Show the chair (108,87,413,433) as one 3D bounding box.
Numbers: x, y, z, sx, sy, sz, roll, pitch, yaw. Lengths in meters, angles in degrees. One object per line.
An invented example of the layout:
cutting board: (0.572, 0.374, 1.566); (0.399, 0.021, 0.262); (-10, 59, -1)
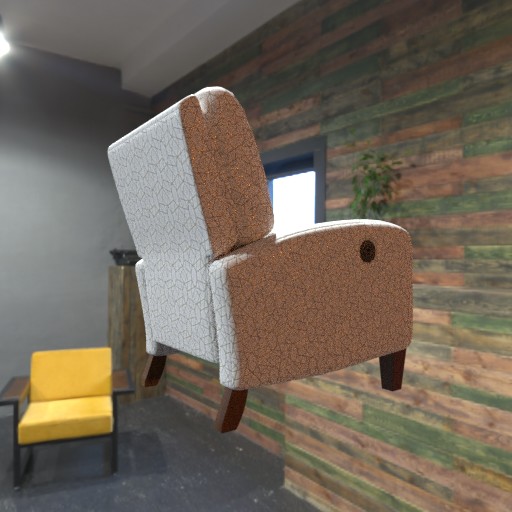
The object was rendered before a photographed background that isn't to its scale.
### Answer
chair: (0.000, 0.000, 1.786); (0.995, 1.064, 0.796); (0, -1, -36)
